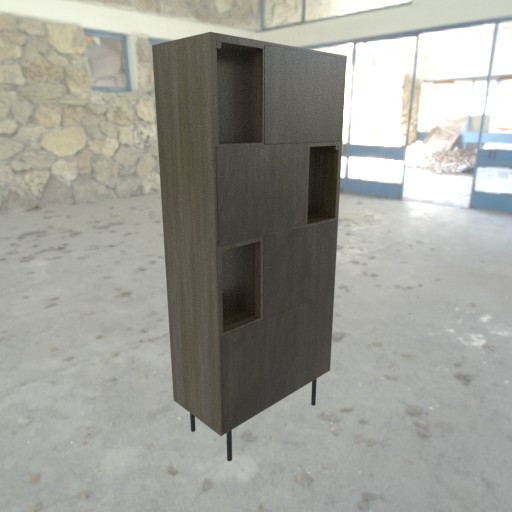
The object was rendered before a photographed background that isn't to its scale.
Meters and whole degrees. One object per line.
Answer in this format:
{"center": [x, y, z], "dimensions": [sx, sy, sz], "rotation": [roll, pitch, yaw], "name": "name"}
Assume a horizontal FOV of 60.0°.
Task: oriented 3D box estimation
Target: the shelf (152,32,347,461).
{"center": [0.000, 0.000, 1.821], "dimensions": [0.670, 1.545, 0.323], "rotation": [-15, 22, -42], "name": "shelf"}
